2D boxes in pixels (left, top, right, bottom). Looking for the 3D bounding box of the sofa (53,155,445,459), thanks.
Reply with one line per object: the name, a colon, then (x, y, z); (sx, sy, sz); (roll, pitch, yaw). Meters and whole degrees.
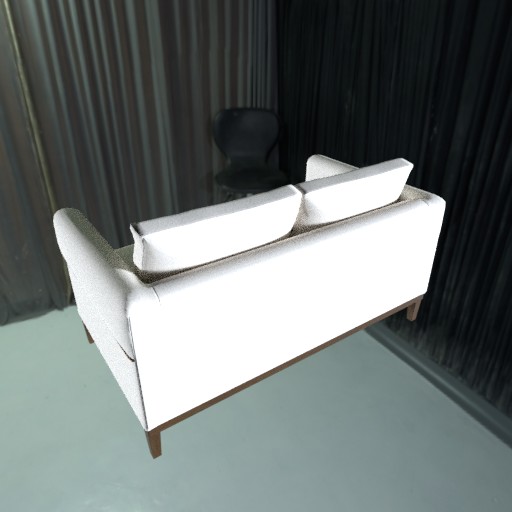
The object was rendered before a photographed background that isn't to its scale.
sofa: (0.000, 0.000, 2.135); (1.598, 0.873, 0.905); (-18, 34, -30)
